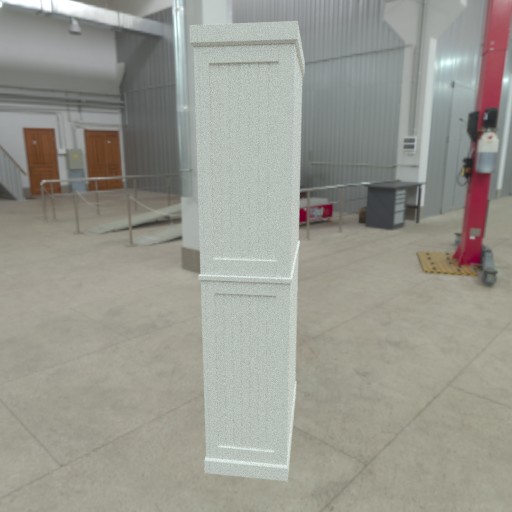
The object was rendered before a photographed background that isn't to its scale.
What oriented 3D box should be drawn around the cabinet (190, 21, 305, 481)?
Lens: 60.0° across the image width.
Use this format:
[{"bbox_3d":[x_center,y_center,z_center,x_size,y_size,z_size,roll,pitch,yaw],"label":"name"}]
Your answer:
[{"bbox_3d":[0.000,0.000,2.103,0.390,1.829,0.754,2,14,8],"label":"cabinet"}]
